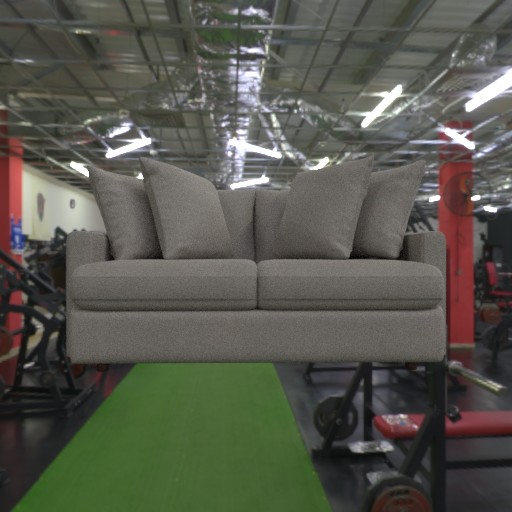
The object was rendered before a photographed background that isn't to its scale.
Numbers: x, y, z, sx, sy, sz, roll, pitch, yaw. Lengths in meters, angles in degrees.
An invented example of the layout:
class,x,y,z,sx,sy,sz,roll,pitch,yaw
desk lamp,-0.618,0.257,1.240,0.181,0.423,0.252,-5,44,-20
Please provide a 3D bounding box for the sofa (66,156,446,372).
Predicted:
class,x,y,z,sx,sy,sz,roll,pitch,yaw
sofa,0.000,0.000,2.608,1.869,1.080,1.228,0,0,-1
